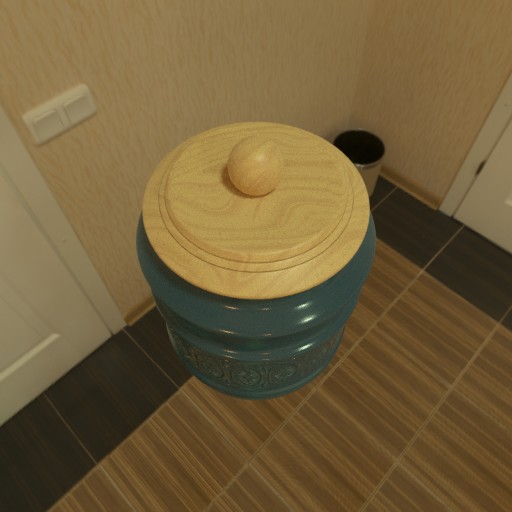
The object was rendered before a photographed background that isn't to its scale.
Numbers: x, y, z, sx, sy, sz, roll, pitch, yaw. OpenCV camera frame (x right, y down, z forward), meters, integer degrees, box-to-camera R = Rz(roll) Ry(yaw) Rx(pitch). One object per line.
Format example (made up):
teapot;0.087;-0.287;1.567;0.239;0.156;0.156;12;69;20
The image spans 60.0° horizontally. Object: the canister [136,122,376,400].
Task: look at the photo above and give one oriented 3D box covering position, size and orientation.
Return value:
canister;0.000;0.000;0.266;0.130;0.176;0.130;0;57;0
